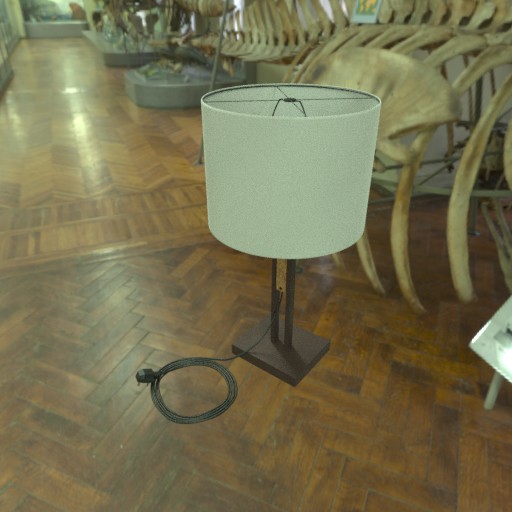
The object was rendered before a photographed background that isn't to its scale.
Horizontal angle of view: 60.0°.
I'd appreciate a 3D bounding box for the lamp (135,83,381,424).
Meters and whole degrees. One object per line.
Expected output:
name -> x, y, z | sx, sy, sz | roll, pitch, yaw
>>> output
lamp -> 0.000, 0.000, 1.005 | 0.396, 0.668, 0.525 | 21, 36, 32
